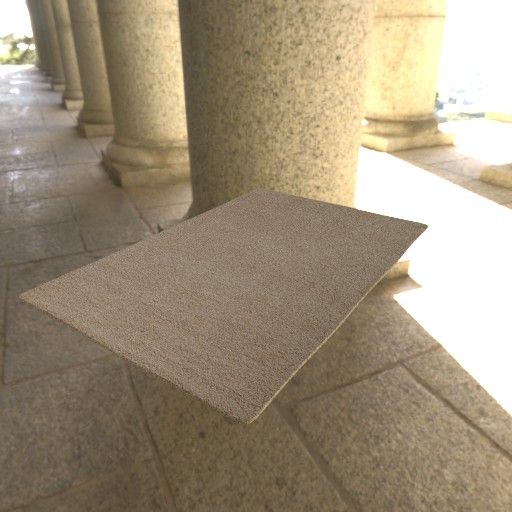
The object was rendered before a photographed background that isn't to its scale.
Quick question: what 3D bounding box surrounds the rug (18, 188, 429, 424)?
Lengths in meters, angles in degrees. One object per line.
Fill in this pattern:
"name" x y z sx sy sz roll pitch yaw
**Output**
"rug" 0.000 0.000 3.318 1.801 0.024 2.700 17 31 31
